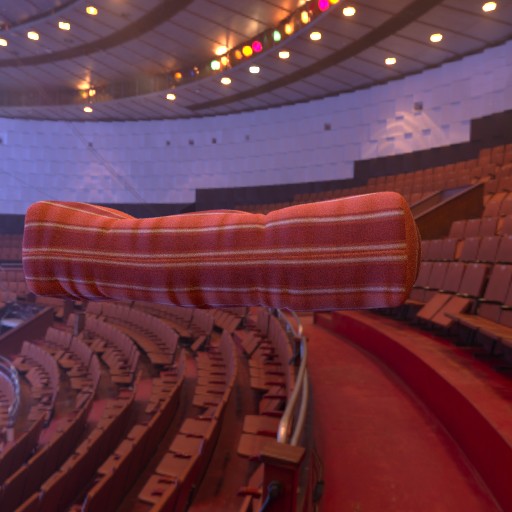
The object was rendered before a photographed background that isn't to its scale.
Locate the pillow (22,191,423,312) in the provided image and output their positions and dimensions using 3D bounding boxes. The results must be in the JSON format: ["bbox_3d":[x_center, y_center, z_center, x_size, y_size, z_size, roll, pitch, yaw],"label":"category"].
[{"bbox_3d":[0.000,0.000,0.695,0.468,0.133,0.490,0,-1,17],"label":"pillow"}]
